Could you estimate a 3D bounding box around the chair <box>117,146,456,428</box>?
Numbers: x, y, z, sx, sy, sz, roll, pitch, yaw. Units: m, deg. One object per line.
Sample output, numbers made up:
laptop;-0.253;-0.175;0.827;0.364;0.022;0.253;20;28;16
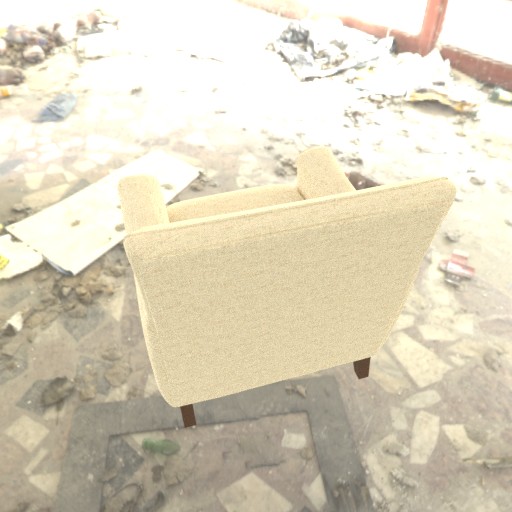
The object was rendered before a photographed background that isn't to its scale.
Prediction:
chair;0.000;0.000;1.595;0.870;0.943;0.823;-11;44;-12
